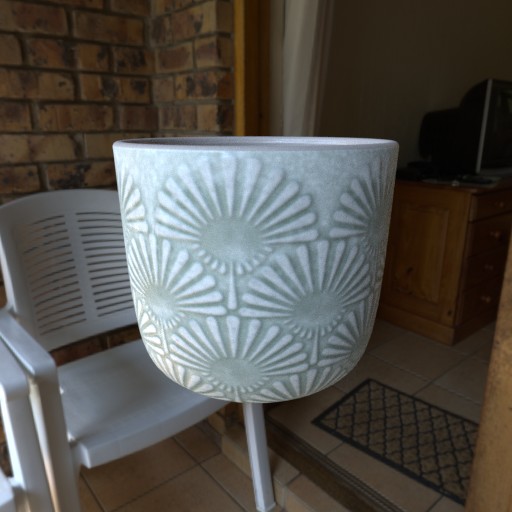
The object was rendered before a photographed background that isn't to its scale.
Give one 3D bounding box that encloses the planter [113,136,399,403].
[{"bbox_3d":[0.000,0.000,0.215,0.124,0.109,0.124,0,17,0],"label":"planter"}]
